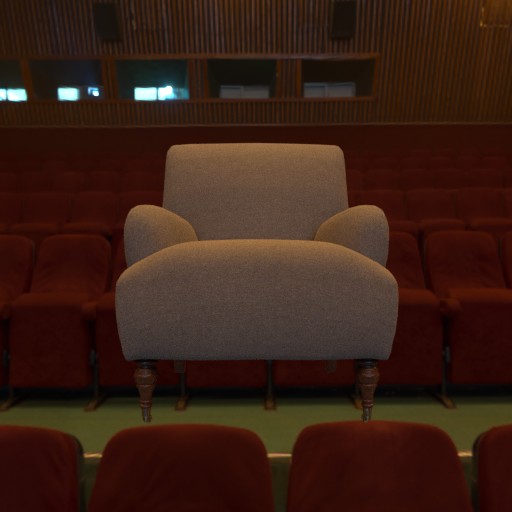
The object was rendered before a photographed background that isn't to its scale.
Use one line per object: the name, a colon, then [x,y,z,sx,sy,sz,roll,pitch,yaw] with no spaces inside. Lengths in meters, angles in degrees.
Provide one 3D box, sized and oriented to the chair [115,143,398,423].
chair: [0.000,0.000,1.540,0.766,0.942,0.843,0,0,-1]
